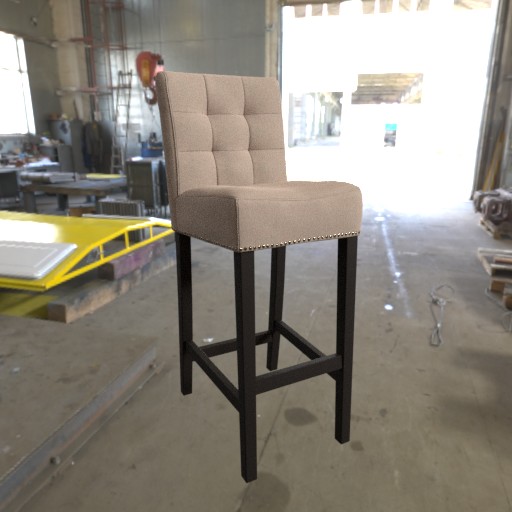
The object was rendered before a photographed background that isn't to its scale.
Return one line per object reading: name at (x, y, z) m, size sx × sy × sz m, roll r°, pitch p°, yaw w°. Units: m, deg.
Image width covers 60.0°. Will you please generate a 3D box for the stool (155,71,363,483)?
stool at (0.000, 0.000, 1.316) m, size 0.411 × 1.047 × 0.548 m, roll -8°, pitch 18°, yaw -27°
